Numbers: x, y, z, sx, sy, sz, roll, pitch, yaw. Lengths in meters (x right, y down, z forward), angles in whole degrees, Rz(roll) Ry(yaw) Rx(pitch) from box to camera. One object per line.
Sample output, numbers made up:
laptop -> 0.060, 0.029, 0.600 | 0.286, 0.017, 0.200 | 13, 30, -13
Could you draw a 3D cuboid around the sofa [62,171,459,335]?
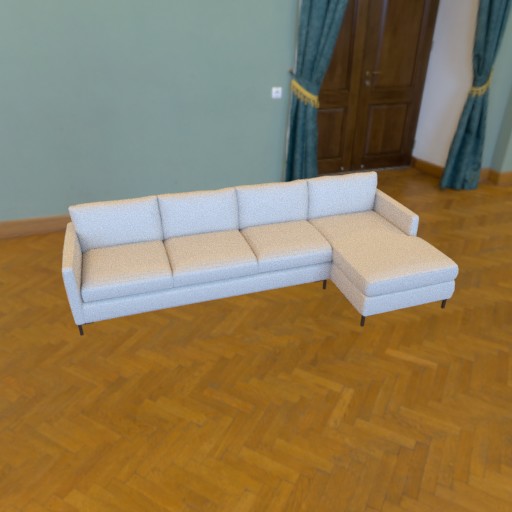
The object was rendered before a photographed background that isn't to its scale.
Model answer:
sofa -> 0.000, 0.000, 3.357 | 2.731, 0.755, 1.258 | -9, 31, -15
